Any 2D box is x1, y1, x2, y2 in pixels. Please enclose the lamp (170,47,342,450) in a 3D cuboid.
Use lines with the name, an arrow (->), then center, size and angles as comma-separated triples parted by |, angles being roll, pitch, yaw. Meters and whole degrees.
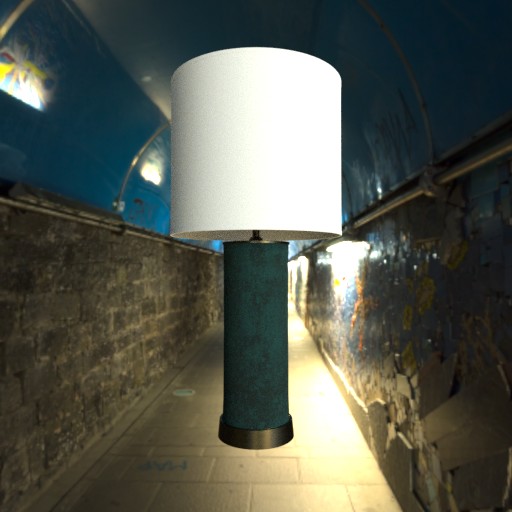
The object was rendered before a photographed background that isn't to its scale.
lamp -> 0.000, 0.000, 0.790 | 0.301, 0.630, 0.301 | 0, -1, 18
